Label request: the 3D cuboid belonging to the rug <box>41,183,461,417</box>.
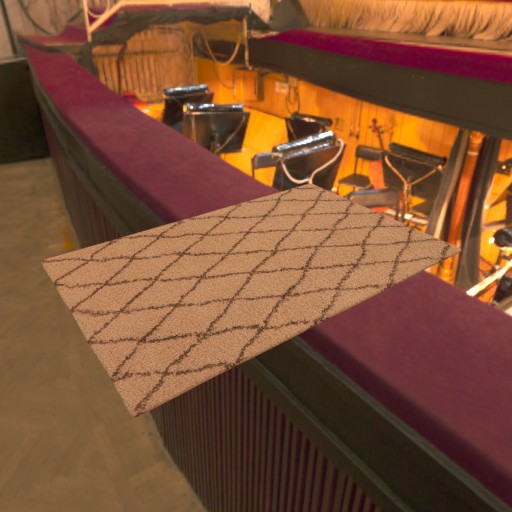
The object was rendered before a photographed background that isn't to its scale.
[{"bbox_3d":[0.000,0.000,3.426,2.743,0.030,1.778,-20,36,-31],"label":"rug"}]
